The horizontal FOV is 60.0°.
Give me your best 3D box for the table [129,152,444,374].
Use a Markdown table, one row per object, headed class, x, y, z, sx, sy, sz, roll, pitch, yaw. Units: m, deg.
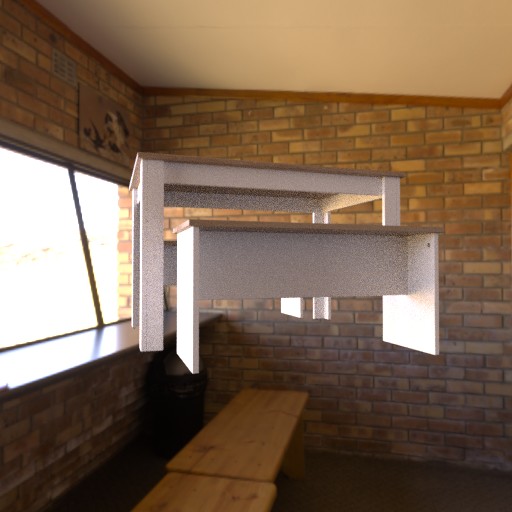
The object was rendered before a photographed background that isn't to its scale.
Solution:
| class | x | y | z | sx | sy | sz | roll | pitch | yaw |
| --- | --- | --- | --- | --- | --- | --- | --- | --- | --- |
| table | 0.000 | 0.000 | 2.043 | 1.100 | 0.700 | 1.443 | 0 | -1 | -18 |
